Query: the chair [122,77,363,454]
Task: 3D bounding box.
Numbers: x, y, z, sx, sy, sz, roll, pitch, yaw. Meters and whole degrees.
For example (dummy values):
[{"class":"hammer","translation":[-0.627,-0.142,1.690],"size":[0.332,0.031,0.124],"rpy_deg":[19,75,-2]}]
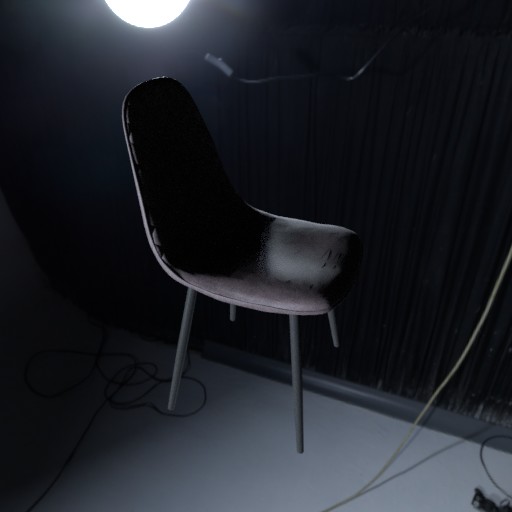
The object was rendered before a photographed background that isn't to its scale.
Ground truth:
[{"class":"chair","translation":[0.000,0.000,1.225],"size":[0.561,0.889,0.472],"rpy_deg":[11,32,18]}]
